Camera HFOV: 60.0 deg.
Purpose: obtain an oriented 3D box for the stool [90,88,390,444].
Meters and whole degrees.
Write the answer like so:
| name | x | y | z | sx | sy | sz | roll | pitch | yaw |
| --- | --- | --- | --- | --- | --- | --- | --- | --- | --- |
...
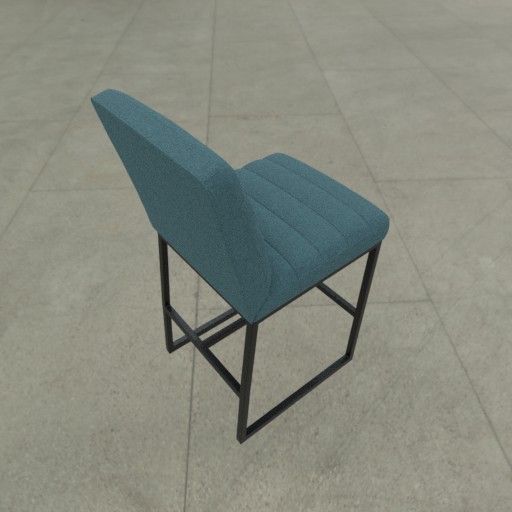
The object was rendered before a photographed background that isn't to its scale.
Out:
| name | x | y | z | sx | sy | sz | roll | pitch | yaw |
| --- | --- | --- | --- | --- | --- | --- | --- | --- | --- |
| stool | 0.000 | 0.000 | 1.243 | 0.560 | 0.940 | 0.460 | -28 | 48 | -28 |
